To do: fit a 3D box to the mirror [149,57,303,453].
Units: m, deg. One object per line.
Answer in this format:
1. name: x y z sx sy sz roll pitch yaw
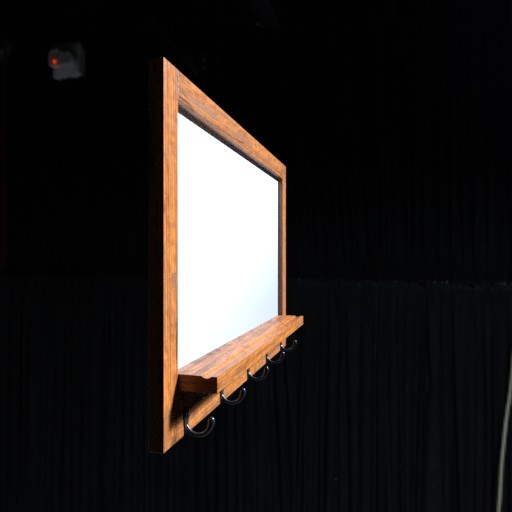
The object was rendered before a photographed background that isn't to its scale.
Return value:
1. mirror: 0.000 0.000 0.956 0.084 0.537 0.758 0 0 16
